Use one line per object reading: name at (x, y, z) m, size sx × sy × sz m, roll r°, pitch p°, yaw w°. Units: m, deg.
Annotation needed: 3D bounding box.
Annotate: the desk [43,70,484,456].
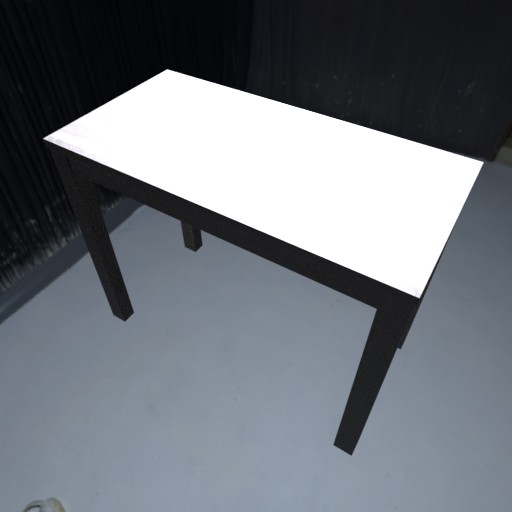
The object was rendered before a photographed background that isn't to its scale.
desk at (0.000, 0.000, 1.383) m, size 0.991 × 0.762 × 0.495 m, roll 24°, pitch 51°, yaw 22°
